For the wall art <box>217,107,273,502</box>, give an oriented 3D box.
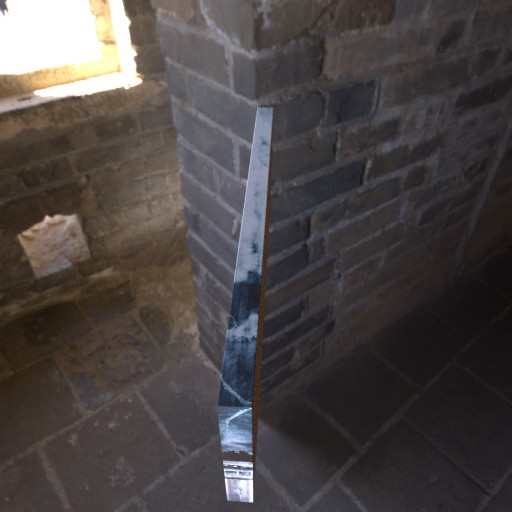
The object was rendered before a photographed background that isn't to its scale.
[{"bbox_3d":[0.000,0.000,0.823,0.037,0.251,0.759,2,41,2],"label":"wall art"}]
